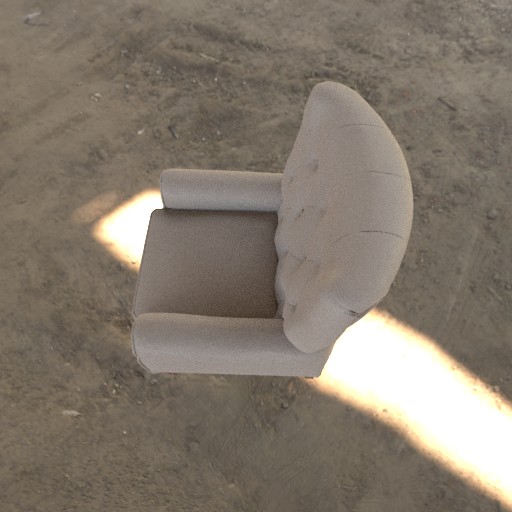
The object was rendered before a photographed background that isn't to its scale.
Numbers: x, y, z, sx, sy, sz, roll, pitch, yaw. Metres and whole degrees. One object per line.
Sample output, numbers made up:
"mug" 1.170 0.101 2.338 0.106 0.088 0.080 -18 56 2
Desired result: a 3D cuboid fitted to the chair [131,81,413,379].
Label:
"chair" 0.000 0.000 1.912 1.041 1.138 0.999 2 58 1
